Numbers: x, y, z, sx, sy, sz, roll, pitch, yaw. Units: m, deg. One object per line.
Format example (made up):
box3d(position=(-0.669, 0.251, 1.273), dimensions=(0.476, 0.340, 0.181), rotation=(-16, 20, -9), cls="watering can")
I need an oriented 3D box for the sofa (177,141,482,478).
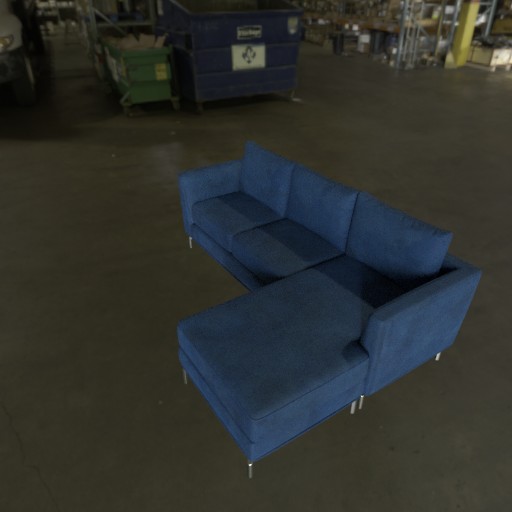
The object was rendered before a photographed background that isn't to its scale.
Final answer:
box3d(position=(0.000, 0.000, 3.228), dimensions=(1.622, 0.987, 2.438), rotation=(-19, 37, -28), cls="sofa")
